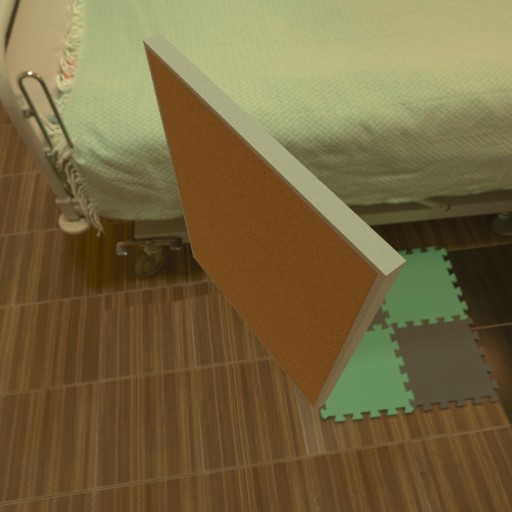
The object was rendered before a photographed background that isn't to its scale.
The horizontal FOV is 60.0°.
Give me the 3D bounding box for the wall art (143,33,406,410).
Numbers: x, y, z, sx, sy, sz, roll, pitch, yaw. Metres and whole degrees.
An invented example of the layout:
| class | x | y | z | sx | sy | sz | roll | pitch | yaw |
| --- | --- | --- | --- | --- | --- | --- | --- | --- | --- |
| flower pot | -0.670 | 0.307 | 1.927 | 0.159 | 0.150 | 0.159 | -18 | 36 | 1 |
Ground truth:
| class | x | y | z | sx | sy | sz | roll | pitch | yaw |
| --- | --- | --- | --- | --- | --- | --- | --- | --- | --- |
| wall art | 0.000 | 0.000 | 1.014 | 0.055 | 0.763 | 0.611 | -33 | 64 | -18 |
